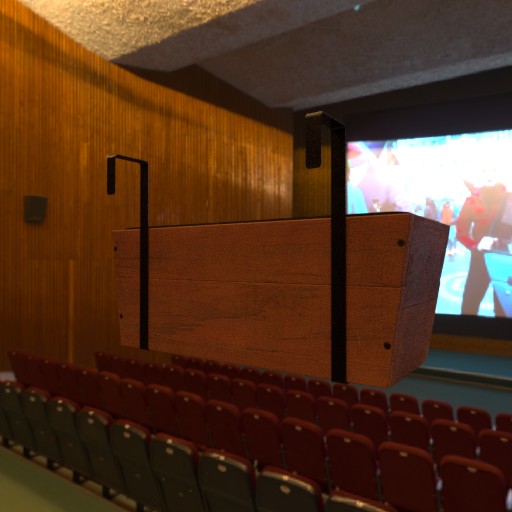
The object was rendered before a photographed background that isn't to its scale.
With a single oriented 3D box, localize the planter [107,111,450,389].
[{"bbox_3d":[0.000,0.000,0.646,0.480,0.289,0.262,0,-1,35],"label":"planter"}]
